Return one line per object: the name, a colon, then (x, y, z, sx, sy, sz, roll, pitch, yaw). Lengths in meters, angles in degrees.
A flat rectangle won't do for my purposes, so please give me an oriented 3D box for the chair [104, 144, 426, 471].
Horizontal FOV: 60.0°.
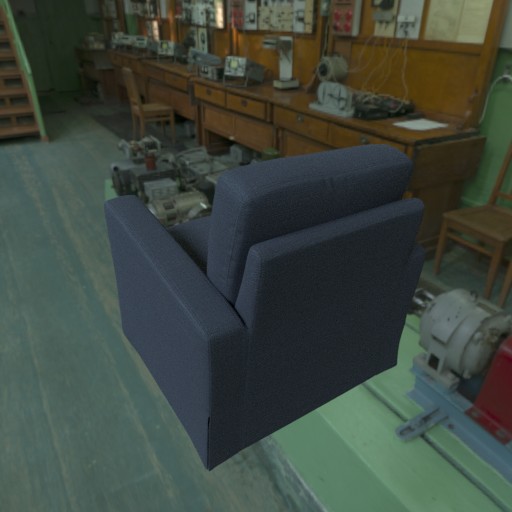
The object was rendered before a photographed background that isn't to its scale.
chair: (0.000, 0.000, 1.514, 0.798, 0.855, 0.863, -18, 34, -28)
